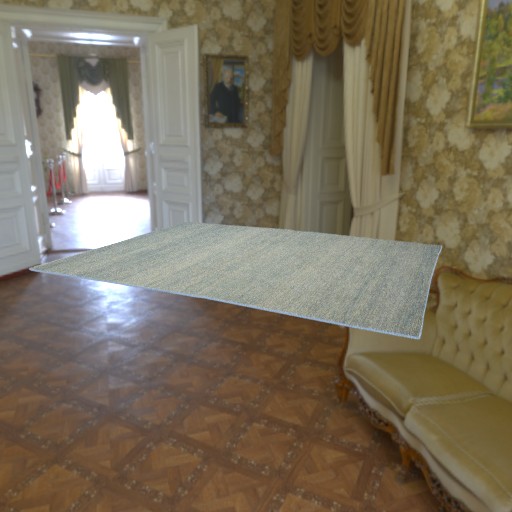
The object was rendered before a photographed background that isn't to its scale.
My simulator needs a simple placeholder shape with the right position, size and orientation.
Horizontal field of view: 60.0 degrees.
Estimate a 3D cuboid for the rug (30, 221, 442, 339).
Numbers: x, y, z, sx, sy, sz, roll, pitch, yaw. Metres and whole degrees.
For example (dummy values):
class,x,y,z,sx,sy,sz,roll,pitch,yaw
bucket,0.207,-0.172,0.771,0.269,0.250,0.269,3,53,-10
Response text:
class,x,y,z,sx,sy,sz,roll,pitch,yaw
rug,0.000,0.000,4.275,3.237,0.046,2.461,7,17,24
